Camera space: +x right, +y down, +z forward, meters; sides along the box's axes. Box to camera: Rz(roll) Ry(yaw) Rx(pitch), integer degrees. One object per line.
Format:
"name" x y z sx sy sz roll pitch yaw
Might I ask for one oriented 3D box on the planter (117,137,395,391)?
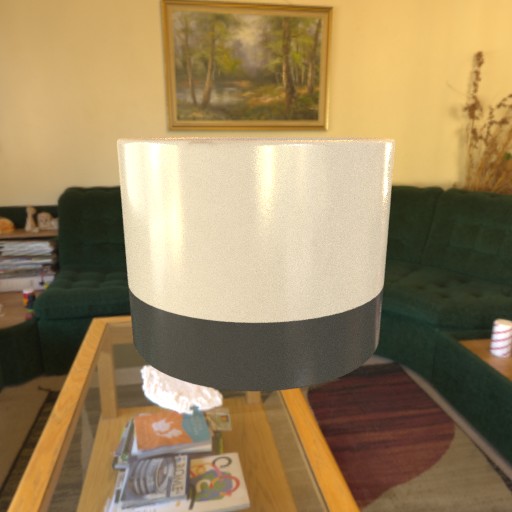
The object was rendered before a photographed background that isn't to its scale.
"planter" 0.000 0.000 0.344 0.193 0.177 0.193 0 15 0
